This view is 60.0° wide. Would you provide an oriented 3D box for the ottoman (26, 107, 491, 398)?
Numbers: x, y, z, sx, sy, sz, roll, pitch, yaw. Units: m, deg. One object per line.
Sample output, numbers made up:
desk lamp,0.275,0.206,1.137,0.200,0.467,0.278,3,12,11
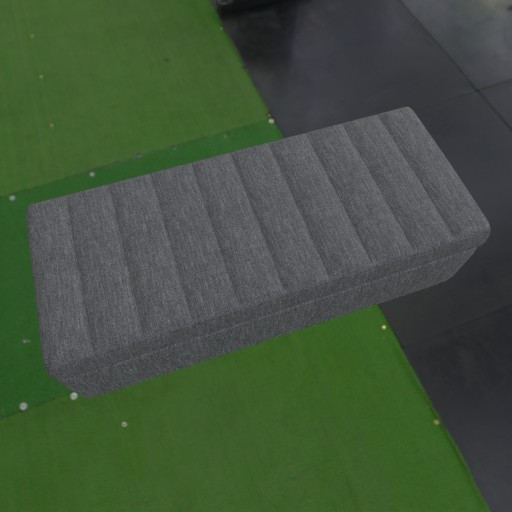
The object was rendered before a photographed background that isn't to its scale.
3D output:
ottoman,0.000,0.000,1.339,1.151,0.469,0.482,-17,64,-8
